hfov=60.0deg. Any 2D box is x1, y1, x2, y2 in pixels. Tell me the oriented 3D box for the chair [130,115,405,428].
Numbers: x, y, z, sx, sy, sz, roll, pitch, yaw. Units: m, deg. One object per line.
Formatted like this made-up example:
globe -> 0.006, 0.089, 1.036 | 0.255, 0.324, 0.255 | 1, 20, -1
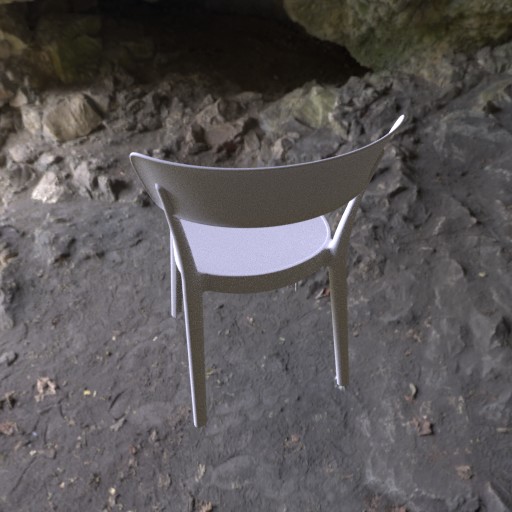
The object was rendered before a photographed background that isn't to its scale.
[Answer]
chair -> 0.000, 0.000, 1.115 | 0.506, 0.790, 0.491 | -11, 42, -13
